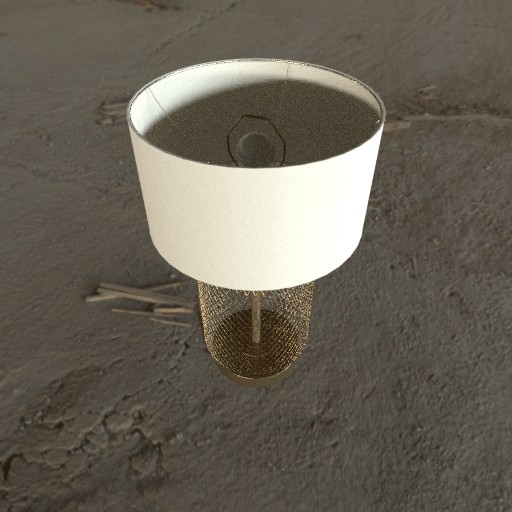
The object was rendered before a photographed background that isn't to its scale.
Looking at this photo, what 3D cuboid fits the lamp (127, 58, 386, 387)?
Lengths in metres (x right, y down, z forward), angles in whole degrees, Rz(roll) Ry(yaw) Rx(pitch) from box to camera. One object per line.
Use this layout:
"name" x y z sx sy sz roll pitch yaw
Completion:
"lamp" 0.000 0.000 0.809 0.353 0.578 0.353 0 42 0
